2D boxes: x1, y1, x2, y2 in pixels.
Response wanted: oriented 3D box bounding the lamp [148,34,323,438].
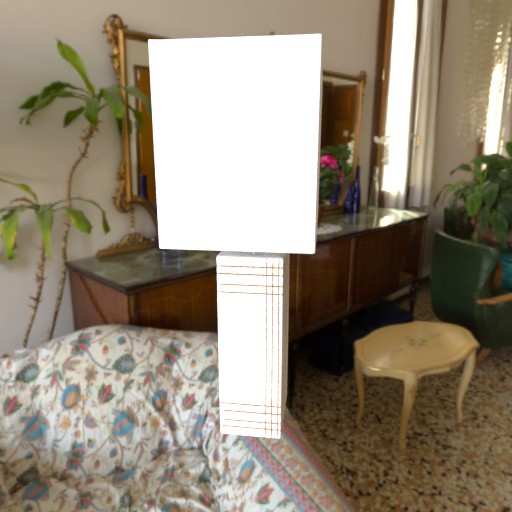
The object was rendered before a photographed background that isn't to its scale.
[{"bbox_3d":[0.000,0.000,0.677,0.182,0.543,0.334,2,14,8],"label":"lamp"}]
